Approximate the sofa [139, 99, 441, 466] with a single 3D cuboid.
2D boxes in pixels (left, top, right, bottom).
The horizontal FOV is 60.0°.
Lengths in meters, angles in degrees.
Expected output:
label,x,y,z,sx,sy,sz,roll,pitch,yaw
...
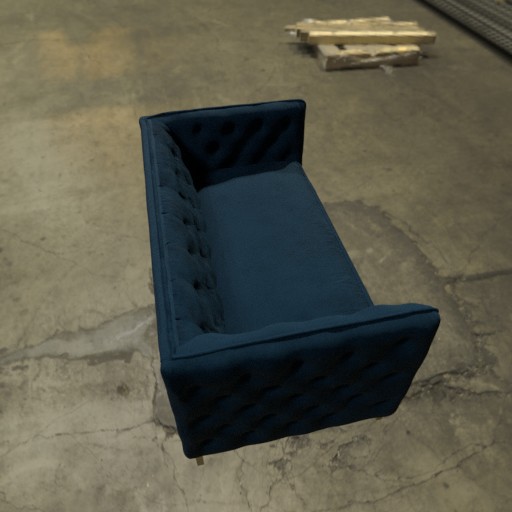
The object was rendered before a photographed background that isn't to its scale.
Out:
label,x,y,z,sx,sy,sz,roll,pitch,yaw
sofa,0.000,0.000,2.105,0.909,0.810,1.583,-9,46,-9
